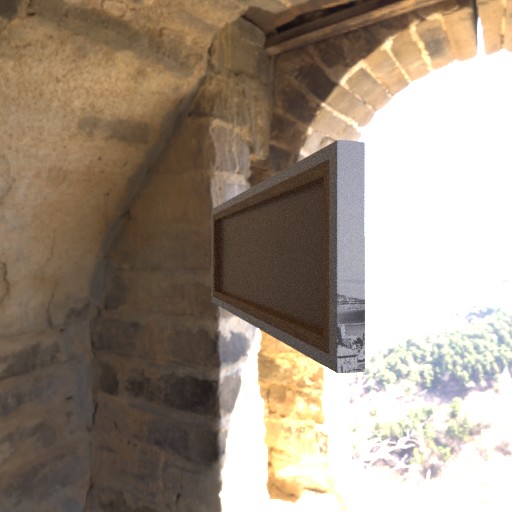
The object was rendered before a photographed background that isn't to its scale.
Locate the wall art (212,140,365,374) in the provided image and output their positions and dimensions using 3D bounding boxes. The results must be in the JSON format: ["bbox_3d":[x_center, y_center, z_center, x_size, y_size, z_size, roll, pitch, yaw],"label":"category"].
[{"bbox_3d":[0.000,0.000,0.857,0.036,0.256,0.766,0,0,-16],"label":"wall art"}]
